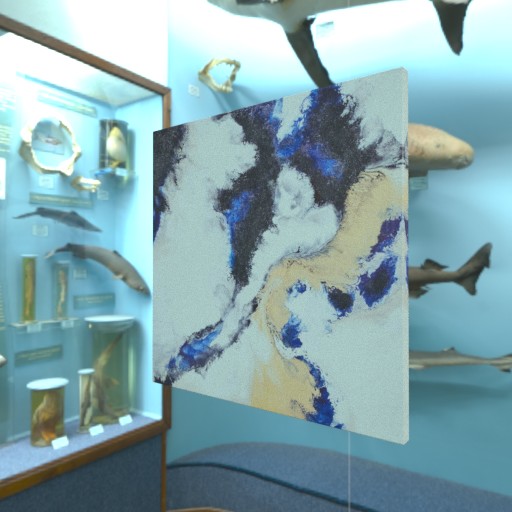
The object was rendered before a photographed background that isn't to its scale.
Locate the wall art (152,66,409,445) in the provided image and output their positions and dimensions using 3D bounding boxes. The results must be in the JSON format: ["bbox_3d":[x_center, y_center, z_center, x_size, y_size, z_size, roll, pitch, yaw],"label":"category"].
[{"bbox_3d":[0.000,0.000,1.312,0.887,0.885,0.038,0,0,37],"label":"wall art"}]
